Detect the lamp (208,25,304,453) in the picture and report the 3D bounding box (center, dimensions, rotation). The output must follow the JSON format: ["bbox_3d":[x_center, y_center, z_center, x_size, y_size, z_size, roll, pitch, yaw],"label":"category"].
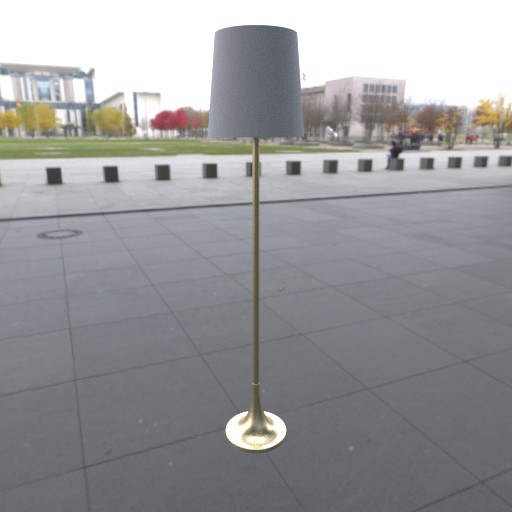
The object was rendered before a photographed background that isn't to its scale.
[{"bbox_3d":[0.000,0.000,1.669,0.337,1.543,0.337,0,15,0],"label":"lamp"}]
